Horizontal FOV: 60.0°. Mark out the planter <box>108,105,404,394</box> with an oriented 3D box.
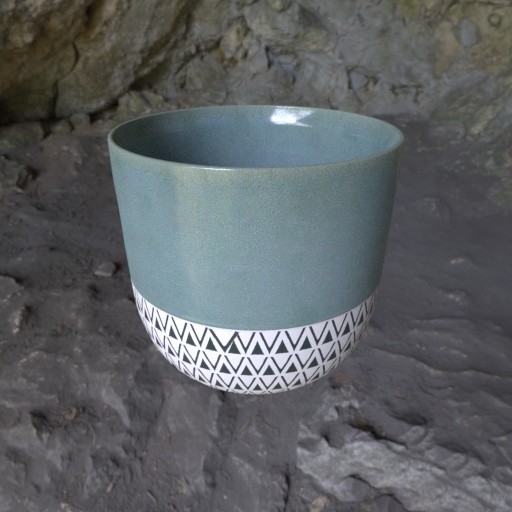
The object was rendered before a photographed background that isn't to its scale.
[{"bbox_3d":[0.000,0.000,0.475,0.266,0.270,0.266,0,28,0],"label":"planter"}]
